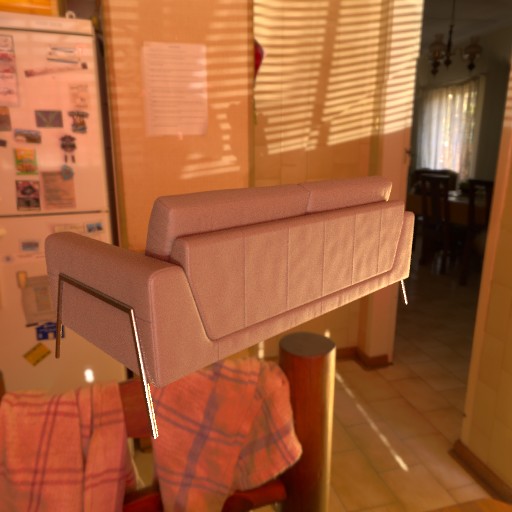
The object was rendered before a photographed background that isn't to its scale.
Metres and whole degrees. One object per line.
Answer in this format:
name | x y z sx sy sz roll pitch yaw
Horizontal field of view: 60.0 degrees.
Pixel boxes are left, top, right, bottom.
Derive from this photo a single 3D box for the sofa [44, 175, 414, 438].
sofa | 0.000 0.000 2.556 0.953 0.875 2.017 14 20 43
